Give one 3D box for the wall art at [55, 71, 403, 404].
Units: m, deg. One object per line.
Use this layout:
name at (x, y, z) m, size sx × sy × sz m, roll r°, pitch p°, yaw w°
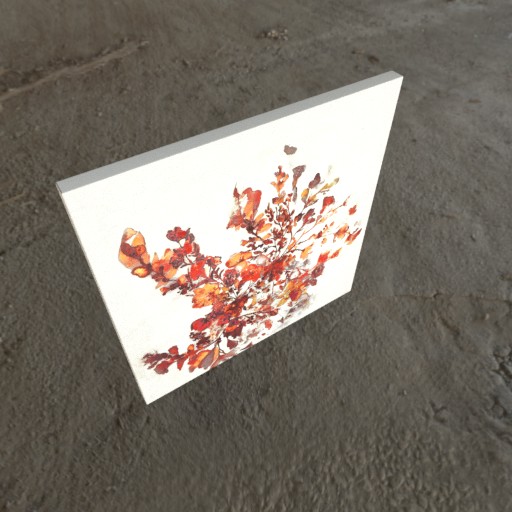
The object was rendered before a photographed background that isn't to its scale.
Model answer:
wall art at (0.000, 0.000, 1.126) m, size 0.757 × 0.757 × 0.037 m, roll -25°, pitch 52°, yaw -22°
